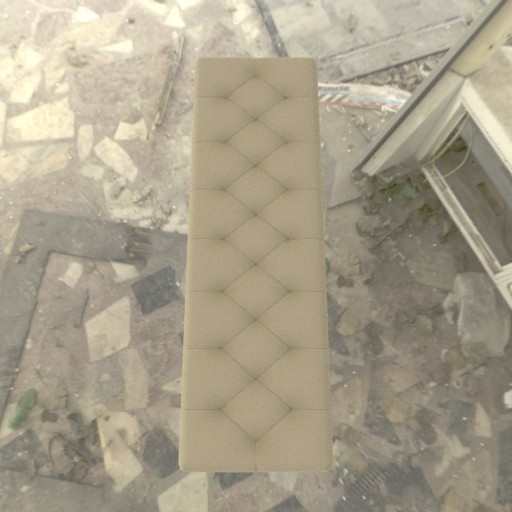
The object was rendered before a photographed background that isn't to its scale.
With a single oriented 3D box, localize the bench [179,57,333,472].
[{"bbox_3d":[0.000,0.000,1.735,0.479,0.488,1.488,0,75,0],"label":"bench"}]
